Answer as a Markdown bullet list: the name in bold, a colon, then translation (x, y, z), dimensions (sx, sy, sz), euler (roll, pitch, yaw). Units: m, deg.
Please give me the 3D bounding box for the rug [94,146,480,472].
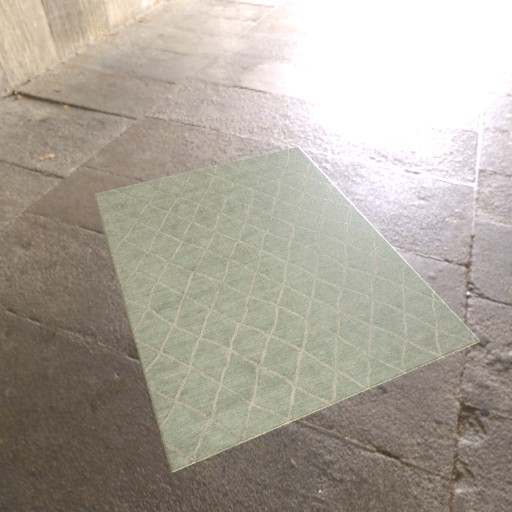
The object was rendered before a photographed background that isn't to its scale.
- **rug**: translation (0.000, 0.000, 4.031), dimensions (2.420, 0.019, 3.039), euler (-17, 47, -16)
